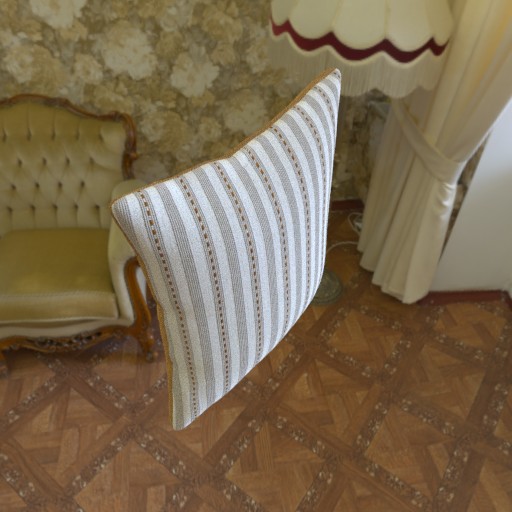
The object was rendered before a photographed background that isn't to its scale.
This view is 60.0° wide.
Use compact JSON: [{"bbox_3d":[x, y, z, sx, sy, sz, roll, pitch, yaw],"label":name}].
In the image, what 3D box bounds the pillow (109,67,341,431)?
[{"bbox_3d":[0.000,0.000,0.669,0.147,0.437,0.432,25,47,25],"label":"pillow"}]
